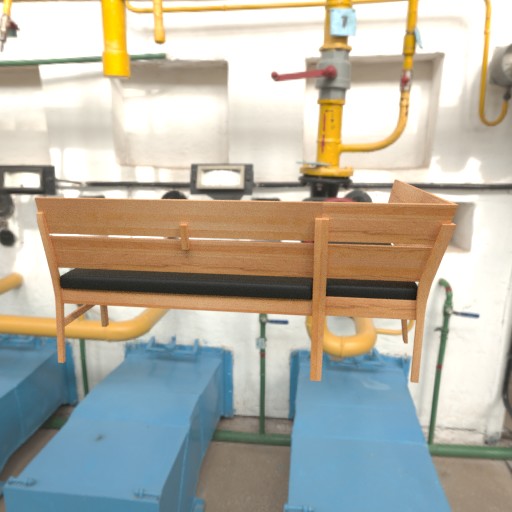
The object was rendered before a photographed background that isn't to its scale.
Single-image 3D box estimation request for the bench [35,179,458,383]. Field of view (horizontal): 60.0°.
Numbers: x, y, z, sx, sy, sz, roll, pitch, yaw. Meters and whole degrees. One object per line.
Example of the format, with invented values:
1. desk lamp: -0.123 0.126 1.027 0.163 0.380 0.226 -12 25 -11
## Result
1. bench: 0.000 0.000 2.855 1.948 0.890 1.548 2 14 8
